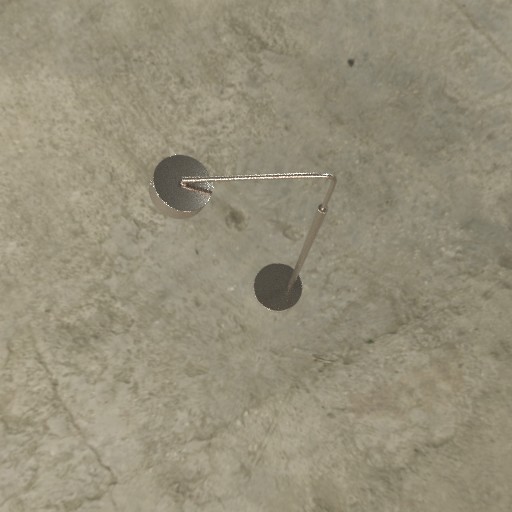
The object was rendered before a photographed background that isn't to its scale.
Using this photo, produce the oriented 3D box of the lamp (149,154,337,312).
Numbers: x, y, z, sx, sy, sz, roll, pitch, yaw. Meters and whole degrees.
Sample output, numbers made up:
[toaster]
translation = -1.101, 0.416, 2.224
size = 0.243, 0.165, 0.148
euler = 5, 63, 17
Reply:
[lamp]
translation = 0.000, 0.000, 1.438
size = 0.421, 1.250, 0.222
euler = -2, 76, -1
